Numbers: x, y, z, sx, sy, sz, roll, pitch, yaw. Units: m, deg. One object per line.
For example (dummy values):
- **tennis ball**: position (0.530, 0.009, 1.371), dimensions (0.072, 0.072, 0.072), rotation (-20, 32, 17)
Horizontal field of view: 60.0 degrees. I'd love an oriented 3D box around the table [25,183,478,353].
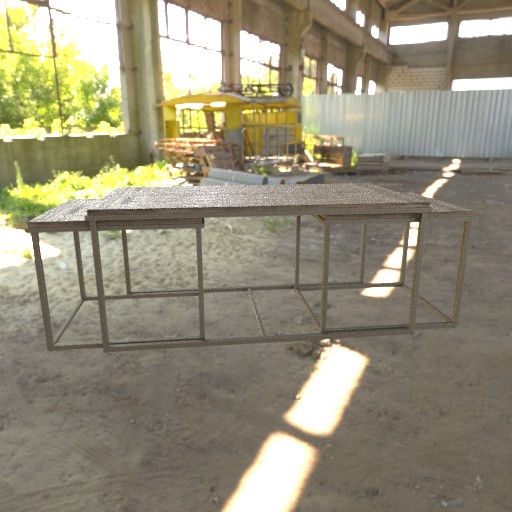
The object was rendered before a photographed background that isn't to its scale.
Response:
- **table**: position (0.000, 0.000, 1.524), dimensions (1.312, 0.427, 0.489), rotation (-2, 16, -7)
